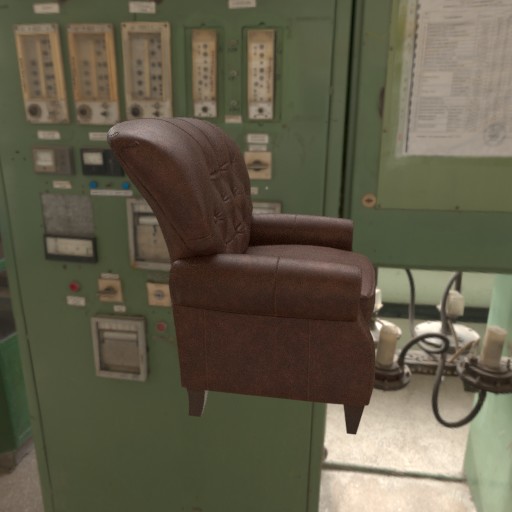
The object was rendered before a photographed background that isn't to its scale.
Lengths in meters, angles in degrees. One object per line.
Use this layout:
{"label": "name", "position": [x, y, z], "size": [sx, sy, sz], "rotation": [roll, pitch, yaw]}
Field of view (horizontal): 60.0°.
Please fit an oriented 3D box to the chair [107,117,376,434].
{"label": "chair", "position": [0.000, 0.000, 1.945], "size": [1.031, 1.162, 0.979], "rotation": [3, 17, 9]}
